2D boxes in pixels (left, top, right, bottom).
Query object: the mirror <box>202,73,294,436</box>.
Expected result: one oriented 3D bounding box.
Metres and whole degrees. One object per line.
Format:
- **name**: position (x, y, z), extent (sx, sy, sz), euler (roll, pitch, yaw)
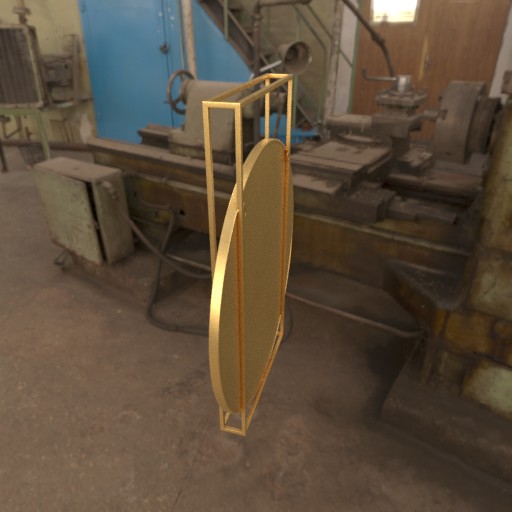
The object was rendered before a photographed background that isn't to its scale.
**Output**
- **mirror**: position (0.000, 0.000, 0.832), extent (0.051, 0.603, 0.508), euler (8, 30, 14)
